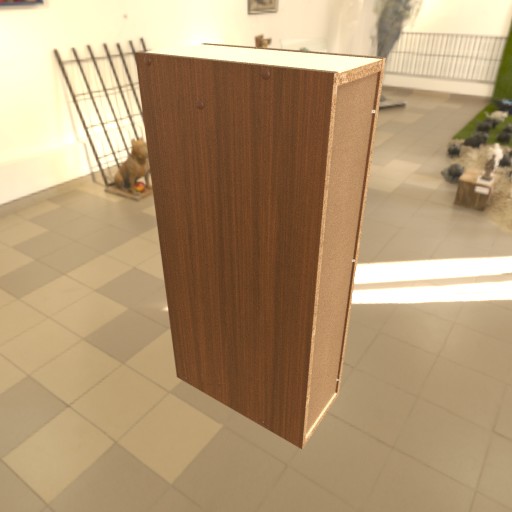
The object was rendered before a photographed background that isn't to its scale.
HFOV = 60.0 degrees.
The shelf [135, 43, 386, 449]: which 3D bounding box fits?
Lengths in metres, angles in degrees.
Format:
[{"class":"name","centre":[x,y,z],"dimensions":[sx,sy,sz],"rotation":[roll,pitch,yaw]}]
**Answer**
[{"class":"shelf","centre":[0.000,0.000,0.721],"dimensions":[0.290,0.600,0.147],"rotation":[20,36,29]}]
